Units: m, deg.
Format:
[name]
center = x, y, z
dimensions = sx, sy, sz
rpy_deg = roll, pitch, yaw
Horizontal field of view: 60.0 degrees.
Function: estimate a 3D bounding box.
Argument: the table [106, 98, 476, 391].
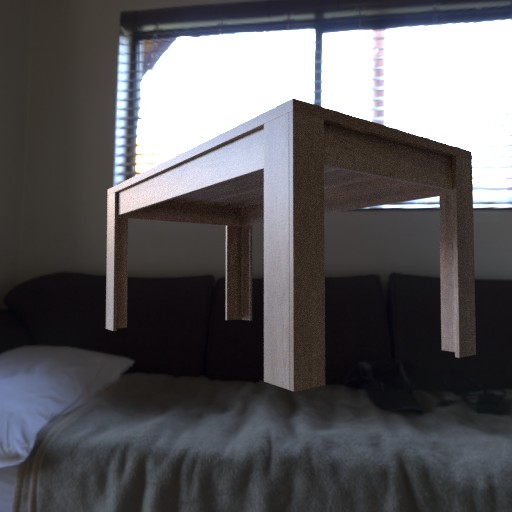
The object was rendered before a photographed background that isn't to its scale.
[table]
center = 0.000, 0.000, 2.078
dimensions = 0.900, 0.775, 1.600
rpy_deg = 2, -3, -35
